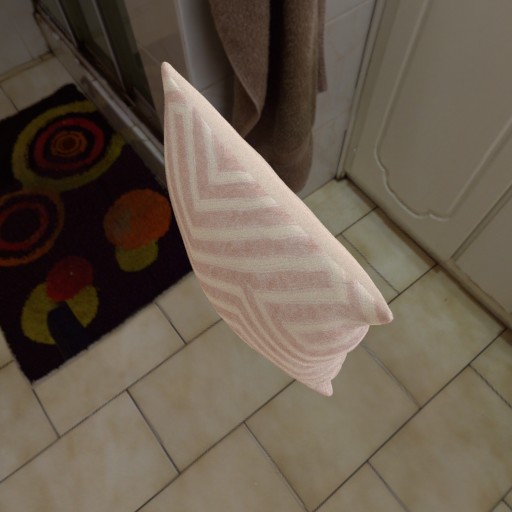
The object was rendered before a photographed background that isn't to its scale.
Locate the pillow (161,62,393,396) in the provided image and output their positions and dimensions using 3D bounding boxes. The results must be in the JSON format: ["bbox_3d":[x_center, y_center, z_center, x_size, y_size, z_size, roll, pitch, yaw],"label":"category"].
[{"bbox_3d":[0.000,0.000,0.688,0.182,0.441,0.440,-33,67,-15],"label":"pillow"}]
